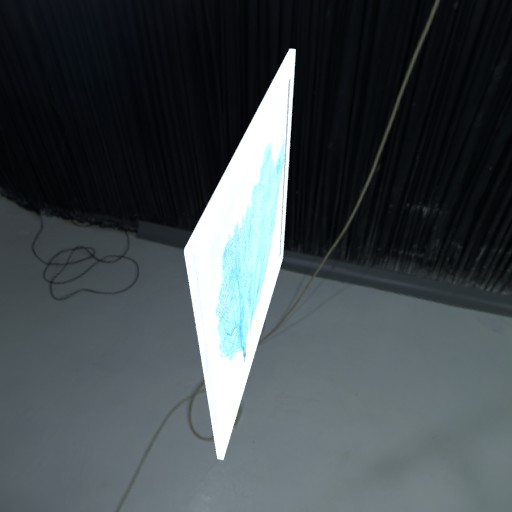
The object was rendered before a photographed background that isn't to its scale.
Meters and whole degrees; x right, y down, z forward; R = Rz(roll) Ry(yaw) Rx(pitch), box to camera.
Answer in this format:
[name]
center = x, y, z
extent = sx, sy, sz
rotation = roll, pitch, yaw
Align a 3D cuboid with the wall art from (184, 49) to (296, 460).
[wall art]
center = 0.000, 0.000, 0.877
extent = 0.013, 0.584, 0.584
rotation = 10, 46, 10
